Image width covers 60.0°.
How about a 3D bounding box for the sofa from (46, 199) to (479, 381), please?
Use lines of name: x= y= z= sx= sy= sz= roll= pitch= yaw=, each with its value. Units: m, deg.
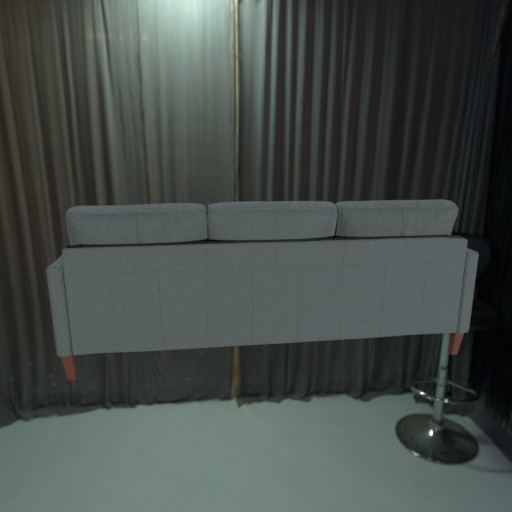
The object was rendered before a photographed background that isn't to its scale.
sofa: x=0.000 y=0.000 z=2.937 sx=2.178 sy=0.876 sz=1.506 roll=-2 pitch=14 yaw=-8
